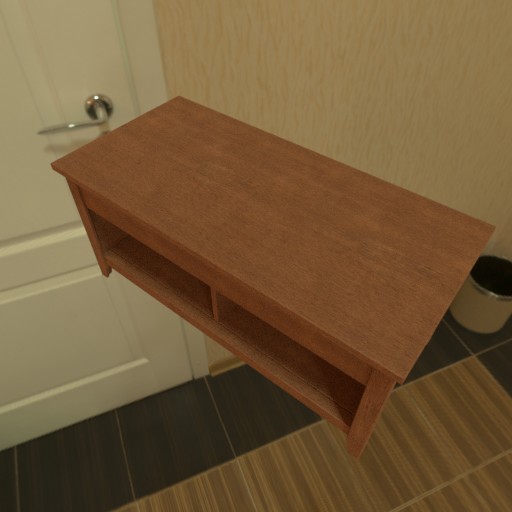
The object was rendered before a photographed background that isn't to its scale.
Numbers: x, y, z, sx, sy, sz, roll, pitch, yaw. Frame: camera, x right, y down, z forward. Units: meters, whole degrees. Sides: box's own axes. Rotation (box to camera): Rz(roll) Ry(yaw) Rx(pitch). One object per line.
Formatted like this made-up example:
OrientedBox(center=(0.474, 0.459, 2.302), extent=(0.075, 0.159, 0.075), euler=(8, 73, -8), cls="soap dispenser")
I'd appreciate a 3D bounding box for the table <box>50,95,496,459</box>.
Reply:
OrientedBox(center=(0.000, 0.000, 1.261), extent=(1.016, 0.457, 0.483), euler=(30, 53, 25), cls="table")
